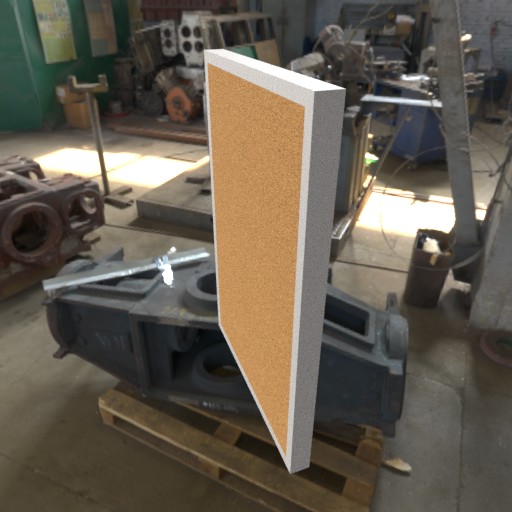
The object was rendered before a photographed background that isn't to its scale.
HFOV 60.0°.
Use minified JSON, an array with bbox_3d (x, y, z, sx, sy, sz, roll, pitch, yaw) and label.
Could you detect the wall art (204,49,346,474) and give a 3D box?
[{"bbox_3d":[0.000,0.000,0.821,0.038,0.657,0.450,-11,32,-18],"label":"wall art"}]
